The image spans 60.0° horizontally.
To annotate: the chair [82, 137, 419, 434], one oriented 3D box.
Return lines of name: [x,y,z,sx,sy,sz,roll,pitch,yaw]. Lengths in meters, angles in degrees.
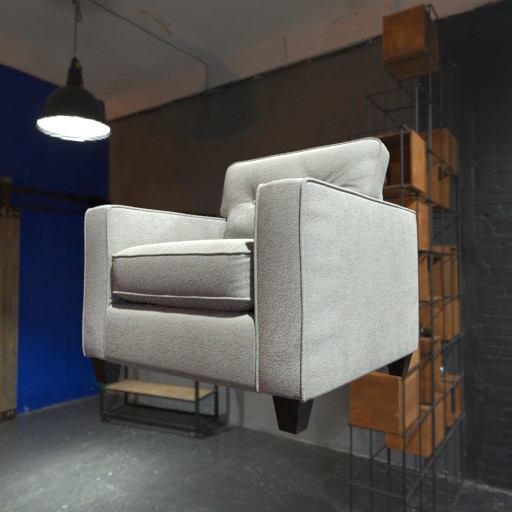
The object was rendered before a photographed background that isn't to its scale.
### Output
chair: [0.000,0.000,1.763,1.015,0.965,0.939,-1,-2,37]
